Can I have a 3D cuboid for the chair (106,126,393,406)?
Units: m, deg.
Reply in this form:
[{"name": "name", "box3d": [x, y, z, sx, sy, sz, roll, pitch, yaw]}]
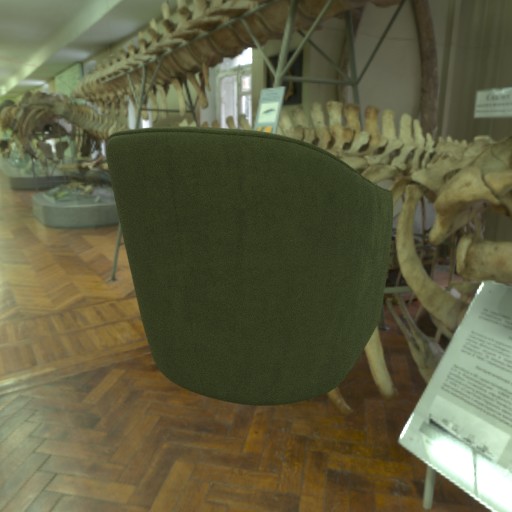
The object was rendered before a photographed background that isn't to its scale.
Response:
[{"name": "chair", "box3d": [0.000, 0.000, 1.439, 0.747, 0.799, 0.875, 8, 17, 25]}]
